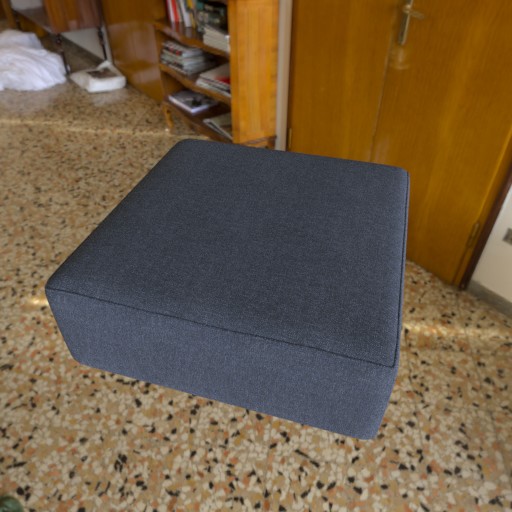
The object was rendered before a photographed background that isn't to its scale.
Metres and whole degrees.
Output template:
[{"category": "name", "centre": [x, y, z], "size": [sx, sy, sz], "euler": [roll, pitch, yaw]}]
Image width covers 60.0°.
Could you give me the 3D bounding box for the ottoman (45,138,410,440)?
[{"category": "ottoman", "centre": [0.000, 0.000, 1.595], "size": [1.000, 0.439, 1.000], "euler": [11, 41, 12]}]
